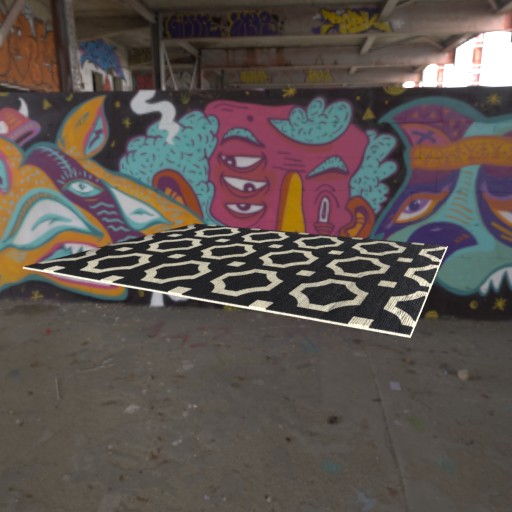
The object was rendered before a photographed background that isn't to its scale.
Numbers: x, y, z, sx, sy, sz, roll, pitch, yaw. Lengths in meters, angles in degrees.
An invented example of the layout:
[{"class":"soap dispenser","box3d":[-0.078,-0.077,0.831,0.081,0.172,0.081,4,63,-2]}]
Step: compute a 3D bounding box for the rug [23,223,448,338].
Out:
[{"class":"rug","box3d":[0.000,0.000,4.036,3.049,0.021,2.466,7,15,26]}]
